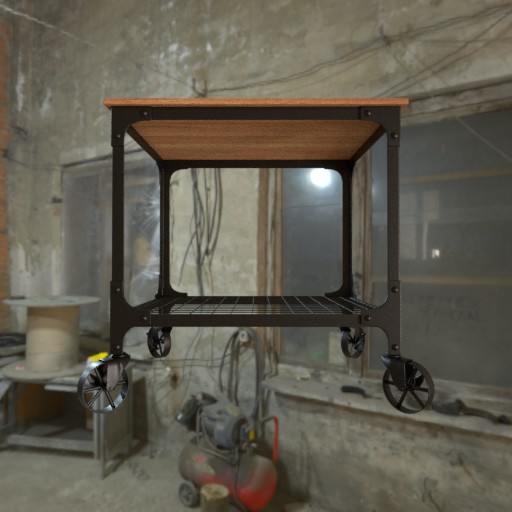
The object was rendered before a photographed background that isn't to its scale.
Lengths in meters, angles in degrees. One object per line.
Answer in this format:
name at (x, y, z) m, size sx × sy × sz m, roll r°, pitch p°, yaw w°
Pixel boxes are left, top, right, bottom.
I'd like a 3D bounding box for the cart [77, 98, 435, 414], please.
cart at (0.000, 0.000, 1.092) m, size 0.666 × 0.603 × 0.558 m, roll 0°, pitch -1°, yaw 0°
